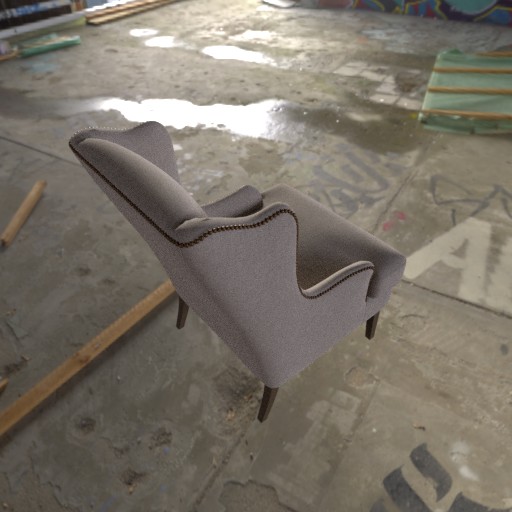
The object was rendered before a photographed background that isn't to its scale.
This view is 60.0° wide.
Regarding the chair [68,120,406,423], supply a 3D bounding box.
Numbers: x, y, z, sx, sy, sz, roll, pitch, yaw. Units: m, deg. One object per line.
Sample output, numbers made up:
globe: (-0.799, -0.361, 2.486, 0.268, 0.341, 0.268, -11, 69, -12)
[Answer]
chair: (0.000, 0.000, 1.662, 0.940, 1.029, 0.737, -28, 47, -29)
